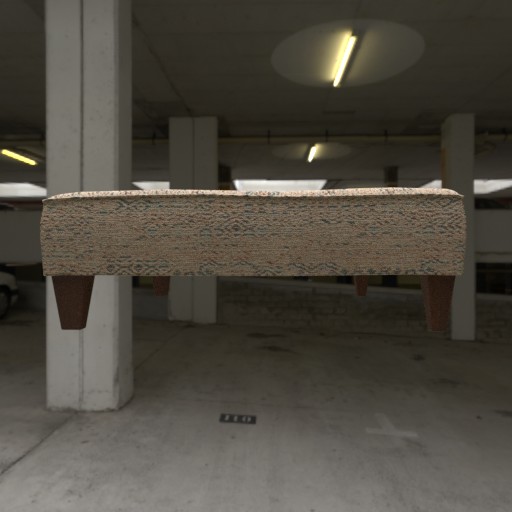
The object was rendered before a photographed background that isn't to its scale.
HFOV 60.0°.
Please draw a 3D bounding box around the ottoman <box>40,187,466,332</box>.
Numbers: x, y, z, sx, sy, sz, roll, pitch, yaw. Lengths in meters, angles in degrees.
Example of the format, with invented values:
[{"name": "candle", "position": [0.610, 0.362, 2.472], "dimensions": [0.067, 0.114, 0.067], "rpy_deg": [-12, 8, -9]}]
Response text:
[{"name": "ottoman", "position": [0.000, 0.000, 1.512], "dimensions": [1.004, 0.356, 0.968], "rpy_deg": [0, 0, 2]}]
